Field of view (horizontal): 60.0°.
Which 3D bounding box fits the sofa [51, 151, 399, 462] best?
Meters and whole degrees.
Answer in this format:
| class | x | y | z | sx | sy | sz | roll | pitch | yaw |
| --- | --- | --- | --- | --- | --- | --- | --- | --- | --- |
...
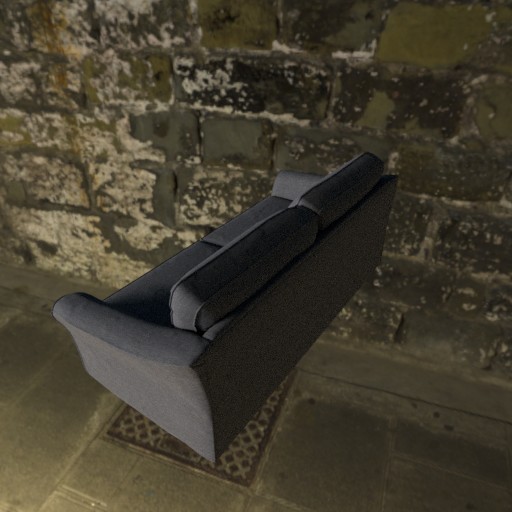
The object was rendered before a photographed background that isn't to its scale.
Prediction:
| class | x | y | z | sx | sy | sz | roll | pitch | yaw |
| --- | --- | --- | --- | --- | --- | --- | --- | --- | --- |
| sofa | 0.000 | 0.000 | 2.768 | 0.971 | 0.950 | 2.270 | 20 | 38 | 29 |
